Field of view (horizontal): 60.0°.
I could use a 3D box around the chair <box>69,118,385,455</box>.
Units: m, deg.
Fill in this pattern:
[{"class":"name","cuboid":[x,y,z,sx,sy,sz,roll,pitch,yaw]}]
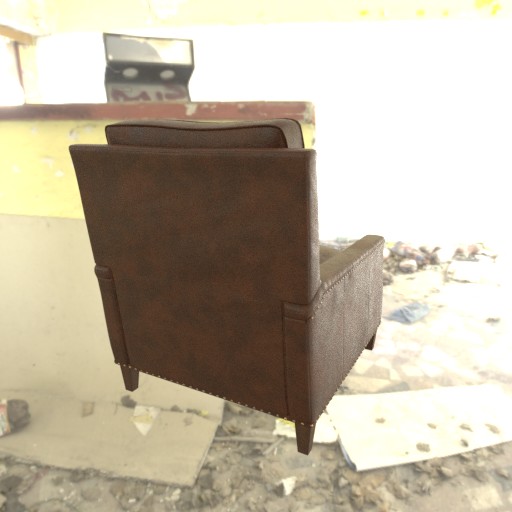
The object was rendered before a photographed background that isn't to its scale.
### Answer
[{"class":"chair","cuboid":[0.000,0.000,1.806,0.854,1.054,1.035,8,18,27]}]
